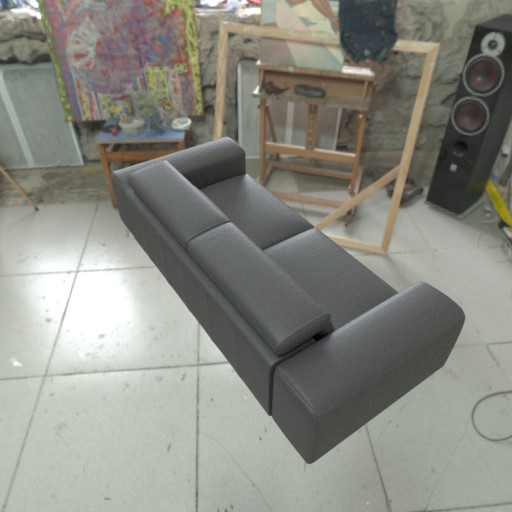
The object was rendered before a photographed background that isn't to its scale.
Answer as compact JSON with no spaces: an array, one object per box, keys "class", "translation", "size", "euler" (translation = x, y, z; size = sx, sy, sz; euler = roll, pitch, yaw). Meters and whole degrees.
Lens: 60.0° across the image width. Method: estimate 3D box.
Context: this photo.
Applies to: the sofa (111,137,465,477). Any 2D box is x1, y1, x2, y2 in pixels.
[{"class":"sofa","translation":[0.000,0.000,2.841],"size":[1.023,0.759,2.321],"euler":[-25,47,-25]}]
